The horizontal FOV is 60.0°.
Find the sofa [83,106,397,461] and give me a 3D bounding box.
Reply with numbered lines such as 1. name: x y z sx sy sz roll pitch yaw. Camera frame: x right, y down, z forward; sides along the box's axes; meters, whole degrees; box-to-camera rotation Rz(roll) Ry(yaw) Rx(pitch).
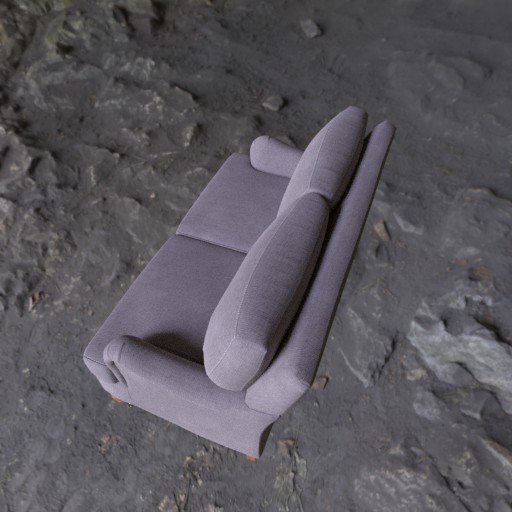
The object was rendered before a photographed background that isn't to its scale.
1. sofa: 0.000 0.000 2.480 1.084 1.101 1.853 16 49 14
